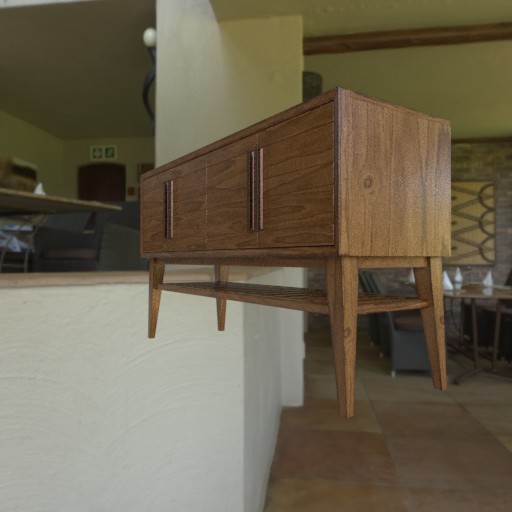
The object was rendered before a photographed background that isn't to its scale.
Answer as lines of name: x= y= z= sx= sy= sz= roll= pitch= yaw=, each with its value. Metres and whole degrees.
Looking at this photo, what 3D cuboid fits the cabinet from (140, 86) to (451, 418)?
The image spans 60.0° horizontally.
cabinet: x=0.000 y=0.000 z=1.748 sx=0.477 sy=0.802 sz=1.363 roll=0 pitch=-1 yaw=-34
